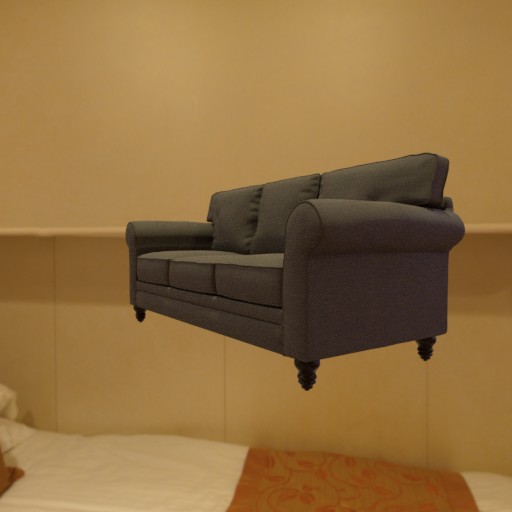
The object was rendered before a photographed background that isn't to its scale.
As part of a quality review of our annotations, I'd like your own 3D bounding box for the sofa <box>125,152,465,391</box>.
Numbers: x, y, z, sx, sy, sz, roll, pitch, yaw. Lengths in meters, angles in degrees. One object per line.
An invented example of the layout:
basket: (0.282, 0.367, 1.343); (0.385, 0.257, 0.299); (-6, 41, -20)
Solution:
sofa: (0.000, 0.000, 2.613); (0.909, 0.966, 2.084); (-1, 2, -35)
